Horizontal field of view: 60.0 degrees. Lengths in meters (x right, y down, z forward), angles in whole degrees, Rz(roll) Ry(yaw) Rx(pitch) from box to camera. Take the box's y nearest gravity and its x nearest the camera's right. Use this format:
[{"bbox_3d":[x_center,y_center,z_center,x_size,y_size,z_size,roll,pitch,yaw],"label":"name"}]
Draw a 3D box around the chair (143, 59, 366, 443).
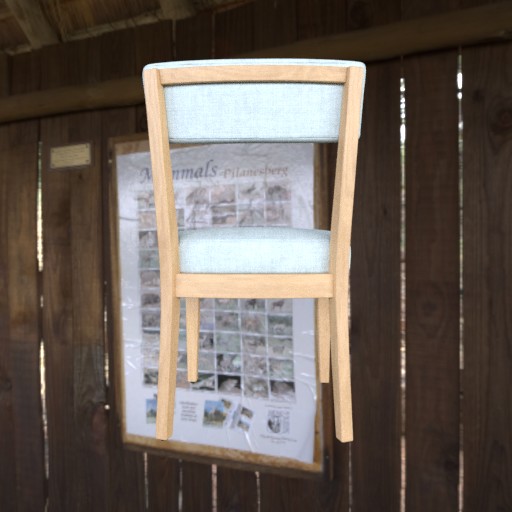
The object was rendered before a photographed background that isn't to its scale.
[{"bbox_3d":[0.000,0.000,1.177,0.508,0.832,0.572,0,0,2],"label":"chair"}]
